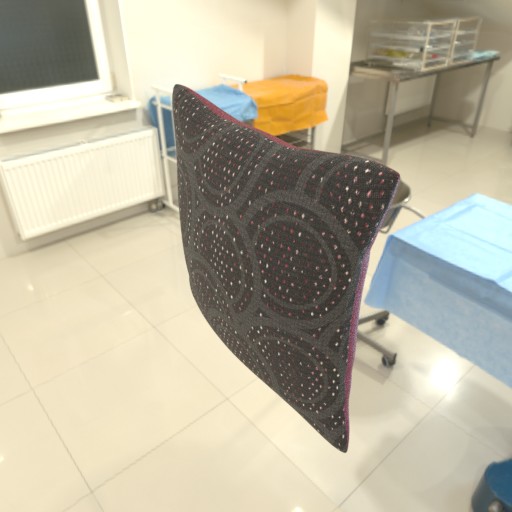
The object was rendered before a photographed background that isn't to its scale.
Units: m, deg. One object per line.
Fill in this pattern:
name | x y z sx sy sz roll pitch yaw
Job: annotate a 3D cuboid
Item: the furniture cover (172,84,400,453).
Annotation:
furniture cover | 0.000 0.000 0.808 0.193 0.509 0.552 -20 38 -28
